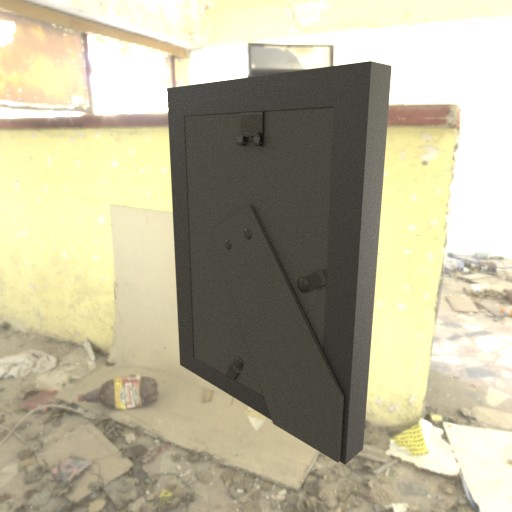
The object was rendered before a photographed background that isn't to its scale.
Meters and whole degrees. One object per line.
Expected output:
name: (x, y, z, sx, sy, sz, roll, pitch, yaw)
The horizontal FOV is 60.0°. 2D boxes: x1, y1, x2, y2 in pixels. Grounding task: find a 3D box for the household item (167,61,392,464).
household item: (0.000, 0.000, 0.237, 0.022, 0.178, 0.133, -15, 21, -43)
